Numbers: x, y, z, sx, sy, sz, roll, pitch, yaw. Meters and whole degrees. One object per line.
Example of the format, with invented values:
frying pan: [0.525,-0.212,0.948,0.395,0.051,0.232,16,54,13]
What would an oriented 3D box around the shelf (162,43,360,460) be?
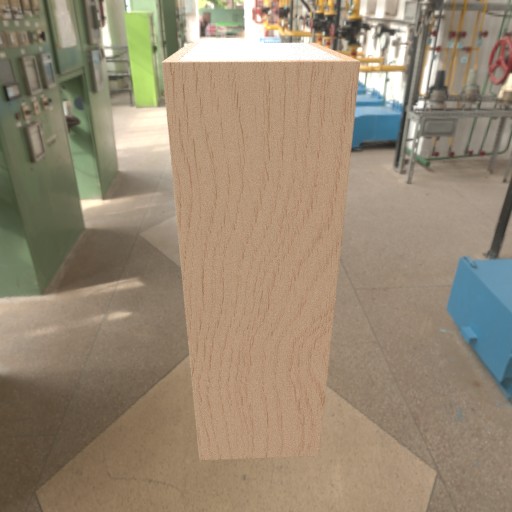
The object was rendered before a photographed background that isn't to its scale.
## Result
shelf: [0.000,0.000,0.711,0.200,0.600,0.290,-1,29,-2]
